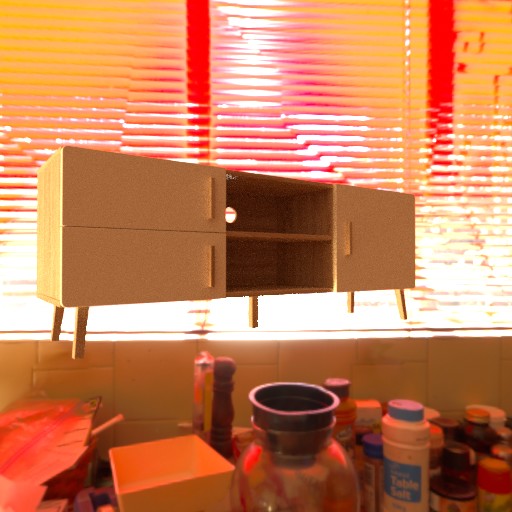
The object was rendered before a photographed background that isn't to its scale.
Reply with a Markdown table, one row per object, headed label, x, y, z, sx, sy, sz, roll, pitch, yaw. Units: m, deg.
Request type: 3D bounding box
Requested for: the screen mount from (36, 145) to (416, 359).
| label | x | y | z | sx | sy | sz | roll | pitch | yaw |
| --- | --- | --- | --- | --- | --- | --- | --- | --- | --- |
| screen mount | 0.000 | 0.000 | 1.742 | 1.500 | 0.570 | 0.420 | 1 | -1 | -35 |
